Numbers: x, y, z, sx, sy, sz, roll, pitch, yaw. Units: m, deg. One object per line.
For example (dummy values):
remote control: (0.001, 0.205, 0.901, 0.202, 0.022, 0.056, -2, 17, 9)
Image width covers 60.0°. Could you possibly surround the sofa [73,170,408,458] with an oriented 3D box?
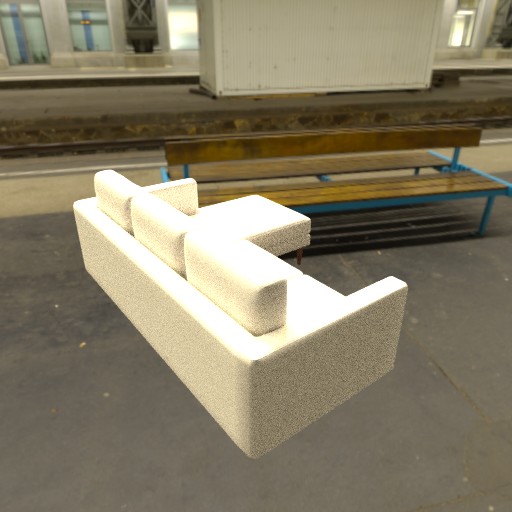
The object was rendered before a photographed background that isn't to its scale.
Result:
sofa: (0.000, 0.000, 2.780, 1.580, 0.899, 2.029, -19, 33, -32)
